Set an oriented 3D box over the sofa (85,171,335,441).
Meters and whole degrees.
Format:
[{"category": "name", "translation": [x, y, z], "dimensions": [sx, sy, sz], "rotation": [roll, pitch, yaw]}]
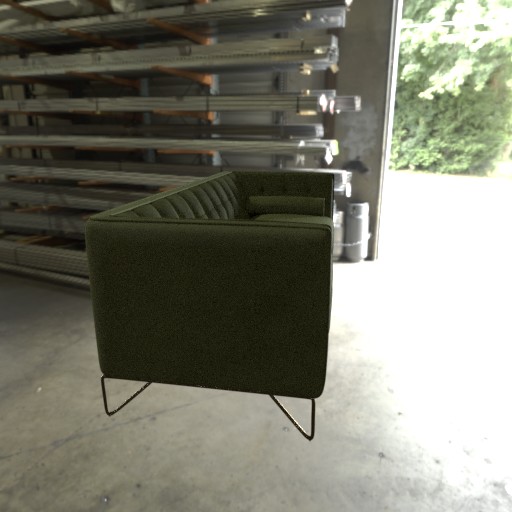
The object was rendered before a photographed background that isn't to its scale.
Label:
[{"category": "sofa", "translation": [0.000, 0.000, 2.516], "dimensions": [0.867, 0.789, 2.087], "rotation": [3, 16, 10]}]
